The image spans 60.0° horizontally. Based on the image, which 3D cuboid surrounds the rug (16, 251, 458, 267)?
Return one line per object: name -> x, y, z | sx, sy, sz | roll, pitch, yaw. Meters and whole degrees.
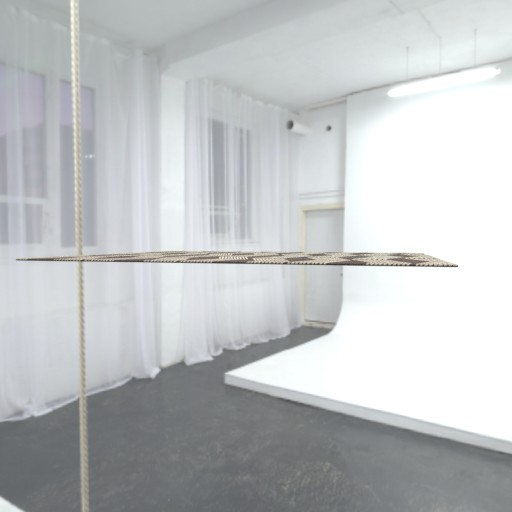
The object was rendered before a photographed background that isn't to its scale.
rug -> 0.000, 0.000, 4.042 | 3.048, 0.016, 2.438 | 1, 2, 16
